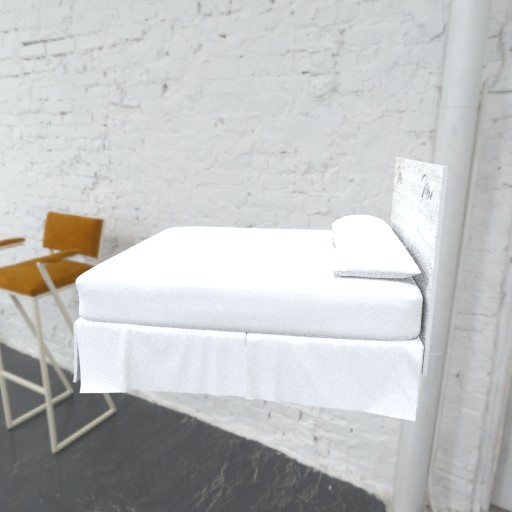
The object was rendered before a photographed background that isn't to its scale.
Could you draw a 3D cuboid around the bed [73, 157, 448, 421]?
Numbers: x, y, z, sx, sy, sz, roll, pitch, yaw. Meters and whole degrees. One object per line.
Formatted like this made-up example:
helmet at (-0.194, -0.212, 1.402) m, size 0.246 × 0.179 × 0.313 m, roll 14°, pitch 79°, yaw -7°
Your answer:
bed at (0.000, 0.000, 3.156) m, size 2.094 × 1.335 × 1.745 m, roll 2°, pitch 14°, yaw 9°
